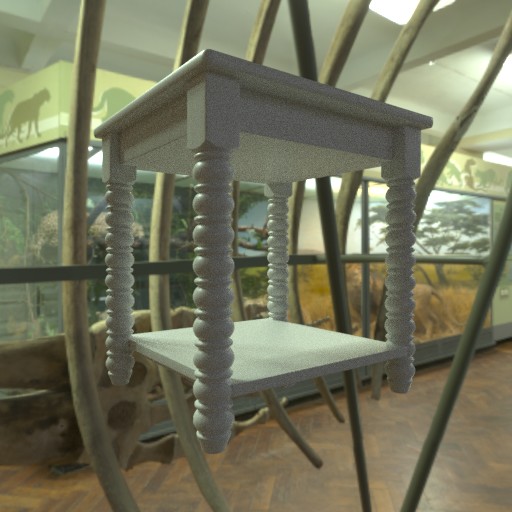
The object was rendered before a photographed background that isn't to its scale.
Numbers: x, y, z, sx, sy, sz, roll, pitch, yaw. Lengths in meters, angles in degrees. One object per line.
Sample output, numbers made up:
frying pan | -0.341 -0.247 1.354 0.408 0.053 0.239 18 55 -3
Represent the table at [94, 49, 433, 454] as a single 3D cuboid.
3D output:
table | 0.000 0.000 0.945 0.533 0.563 0.500 -1 1 -36
